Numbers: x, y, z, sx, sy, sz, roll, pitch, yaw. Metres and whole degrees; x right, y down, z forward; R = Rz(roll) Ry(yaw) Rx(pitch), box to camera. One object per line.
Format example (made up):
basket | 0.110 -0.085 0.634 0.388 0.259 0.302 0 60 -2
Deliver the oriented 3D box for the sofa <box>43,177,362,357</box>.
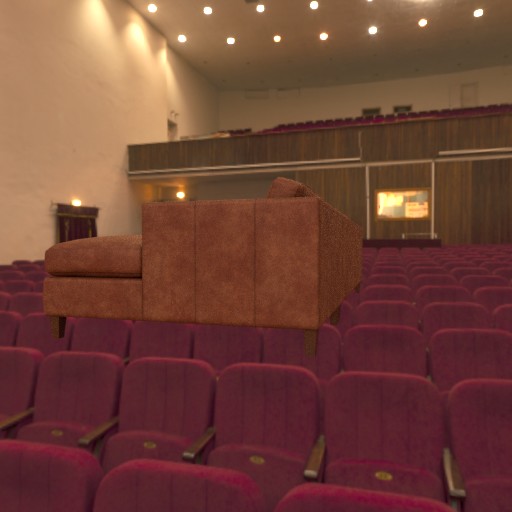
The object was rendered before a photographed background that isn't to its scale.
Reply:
sofa | 0.000 0.000 3.783 1.581 0.883 3.203 0 1 17
